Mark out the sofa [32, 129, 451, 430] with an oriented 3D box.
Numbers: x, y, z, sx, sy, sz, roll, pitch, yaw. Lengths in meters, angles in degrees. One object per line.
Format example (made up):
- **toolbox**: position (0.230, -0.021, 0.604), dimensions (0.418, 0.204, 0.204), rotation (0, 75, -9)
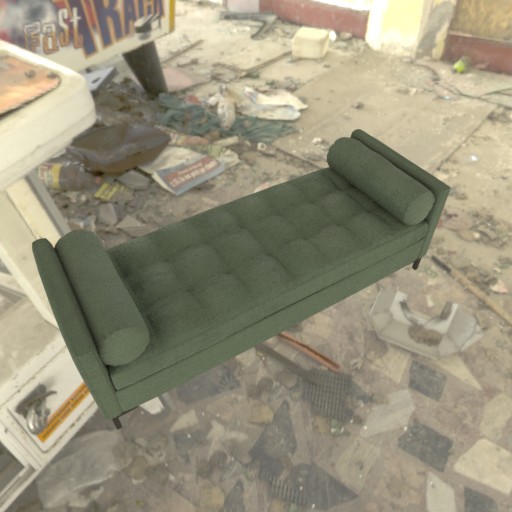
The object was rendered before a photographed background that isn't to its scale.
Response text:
- **sofa**: position (0.000, 0.000, 2.523), dimensions (2.130, 0.681, 0.817), rotation (-23, 49, -22)
